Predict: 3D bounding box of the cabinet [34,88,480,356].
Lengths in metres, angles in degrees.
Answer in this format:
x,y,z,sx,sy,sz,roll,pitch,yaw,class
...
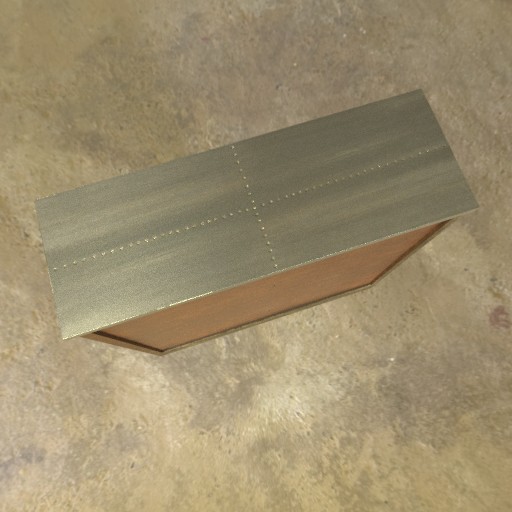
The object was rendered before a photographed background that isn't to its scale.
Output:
x,y,z,sx,sy,sz,roll,pitch,yaw,class
0.000,0.000,1.460,0.968,0.919,0.338,-17,75,-5,cabinet
